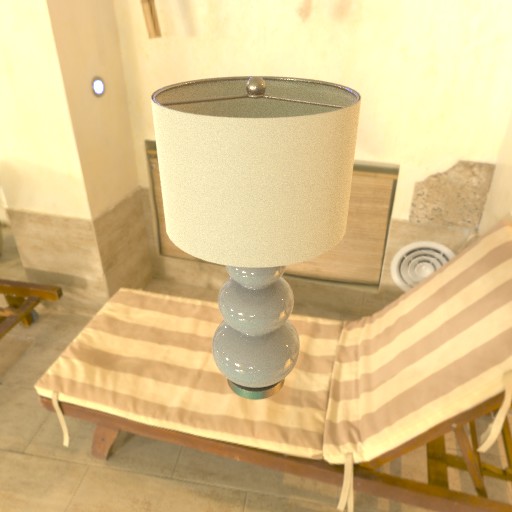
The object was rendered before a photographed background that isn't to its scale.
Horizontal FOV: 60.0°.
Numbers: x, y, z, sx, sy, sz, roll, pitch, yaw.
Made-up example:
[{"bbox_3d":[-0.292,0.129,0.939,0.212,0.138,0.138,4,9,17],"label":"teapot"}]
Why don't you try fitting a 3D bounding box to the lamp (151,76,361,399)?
[{"bbox_3d":[0.000,0.000,0.961,0.367,0.730,0.367,8,32,13],"label":"lamp"}]
